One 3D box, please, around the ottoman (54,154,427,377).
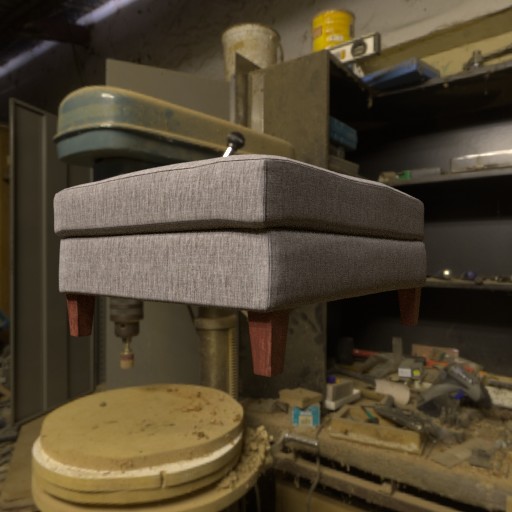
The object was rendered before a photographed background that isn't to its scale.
[{"bbox_3d":[0.000,0.000,1.480,0.839,0.492,0.994,0,0,38],"label":"ottoman"}]
